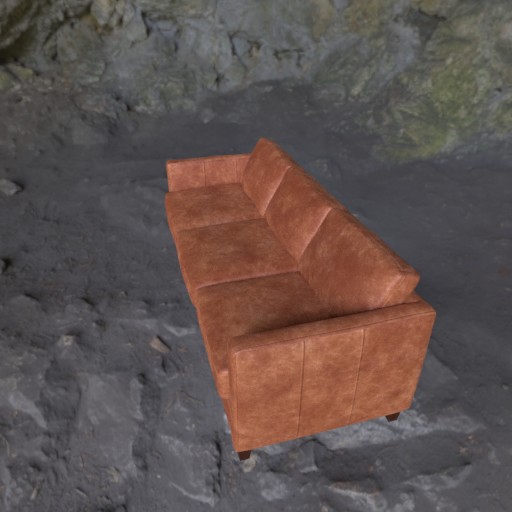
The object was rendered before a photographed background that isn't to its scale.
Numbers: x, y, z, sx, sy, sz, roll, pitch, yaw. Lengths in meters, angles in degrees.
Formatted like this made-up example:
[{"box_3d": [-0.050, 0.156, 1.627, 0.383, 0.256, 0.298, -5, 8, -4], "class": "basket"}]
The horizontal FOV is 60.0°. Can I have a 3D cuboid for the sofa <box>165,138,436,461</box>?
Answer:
[{"box_3d": [0.000, 0.000, 3.065, 1.045, 1.006, 2.464, -9, 32, -14], "class": "sofa"}]
